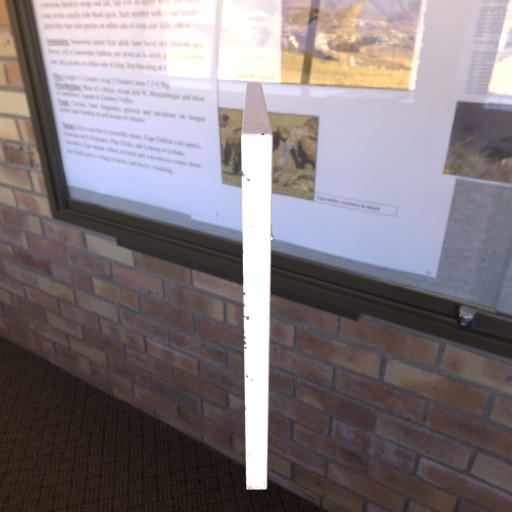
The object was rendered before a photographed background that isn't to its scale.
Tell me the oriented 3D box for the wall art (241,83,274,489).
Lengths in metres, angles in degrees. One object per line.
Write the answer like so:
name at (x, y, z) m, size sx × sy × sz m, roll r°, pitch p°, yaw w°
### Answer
wall art at (0.000, 0.000, 0.910) m, size 0.040 × 0.611 × 0.610 m, roll 0°, pitch 26°, yaw -1°
